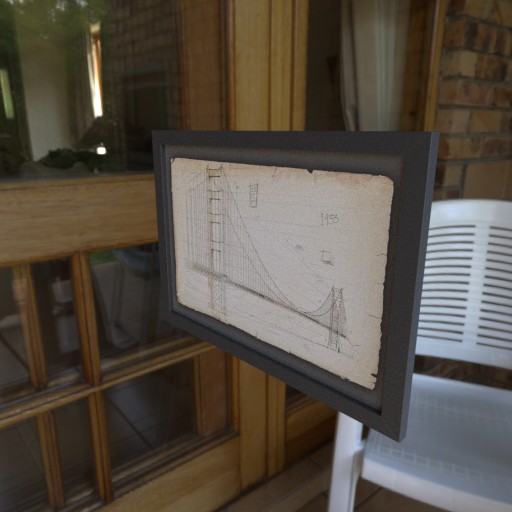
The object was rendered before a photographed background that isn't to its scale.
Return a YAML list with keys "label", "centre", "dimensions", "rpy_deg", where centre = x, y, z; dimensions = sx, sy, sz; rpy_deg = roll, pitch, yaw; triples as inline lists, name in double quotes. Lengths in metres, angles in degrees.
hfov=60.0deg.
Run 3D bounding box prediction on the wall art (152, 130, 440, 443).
- label: "wall art"
  centre: [0.000, 0.000, 0.563]
  dimensions: [0.016, 0.306, 0.432]
  rpy_deg: [-15, 22, -42]
